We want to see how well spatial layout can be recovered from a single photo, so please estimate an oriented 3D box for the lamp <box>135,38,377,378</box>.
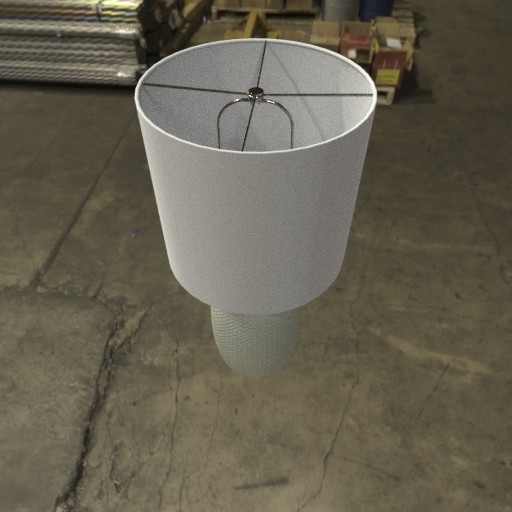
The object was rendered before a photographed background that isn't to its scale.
[{"bbox_3d":[0.000,0.000,0.567,0.217,0.453,0.217,4,47,4],"label":"lamp"}]
